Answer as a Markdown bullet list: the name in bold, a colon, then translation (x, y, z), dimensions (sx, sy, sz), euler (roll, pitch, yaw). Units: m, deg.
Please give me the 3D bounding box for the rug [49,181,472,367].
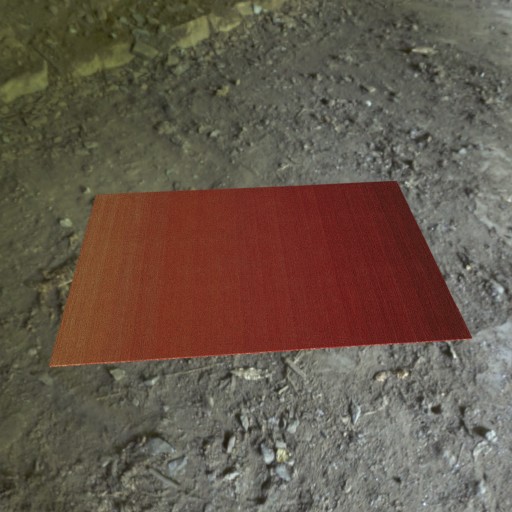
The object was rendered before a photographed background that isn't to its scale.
- **rug**: translation (0.000, 0.000, 3.065), dimensions (2.442, 0.010, 1.531), euler (-3, 47, -3)
